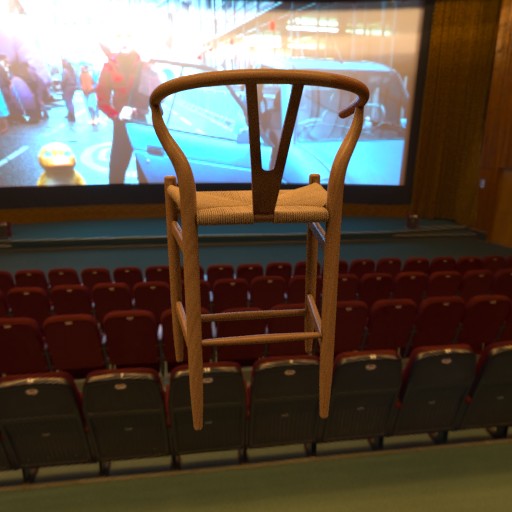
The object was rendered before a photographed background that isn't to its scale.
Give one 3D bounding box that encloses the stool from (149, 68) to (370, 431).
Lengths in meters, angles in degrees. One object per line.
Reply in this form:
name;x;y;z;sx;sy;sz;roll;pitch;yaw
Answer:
stool;0.000;0.000;1.262;0.536;0.923;0.575;-2;16;-8
